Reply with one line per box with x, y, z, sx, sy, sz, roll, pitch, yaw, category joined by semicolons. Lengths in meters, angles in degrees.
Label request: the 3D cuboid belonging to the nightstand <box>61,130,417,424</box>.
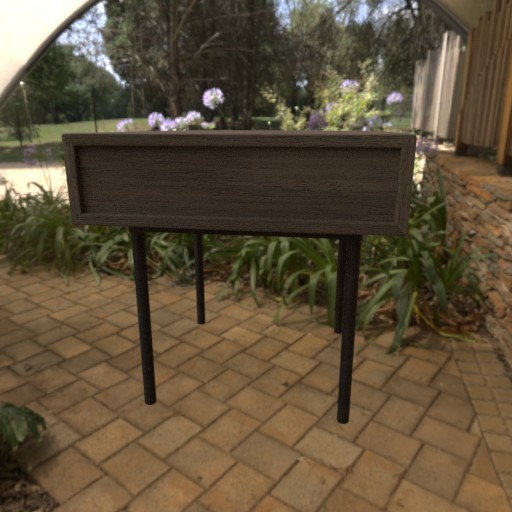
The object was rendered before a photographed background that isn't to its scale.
0.000;0.000;0.920;0.502;0.497;0.503;2;16;8;nightstand
